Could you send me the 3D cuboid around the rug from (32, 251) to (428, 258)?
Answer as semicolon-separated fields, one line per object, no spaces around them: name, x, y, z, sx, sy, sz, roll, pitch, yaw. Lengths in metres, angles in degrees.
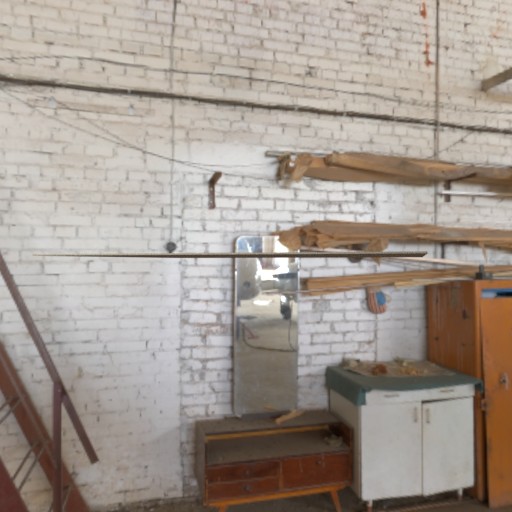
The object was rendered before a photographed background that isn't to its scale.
rug;0.000;0.000;3.633;2.584;0.011;2.073;0;-1;20
